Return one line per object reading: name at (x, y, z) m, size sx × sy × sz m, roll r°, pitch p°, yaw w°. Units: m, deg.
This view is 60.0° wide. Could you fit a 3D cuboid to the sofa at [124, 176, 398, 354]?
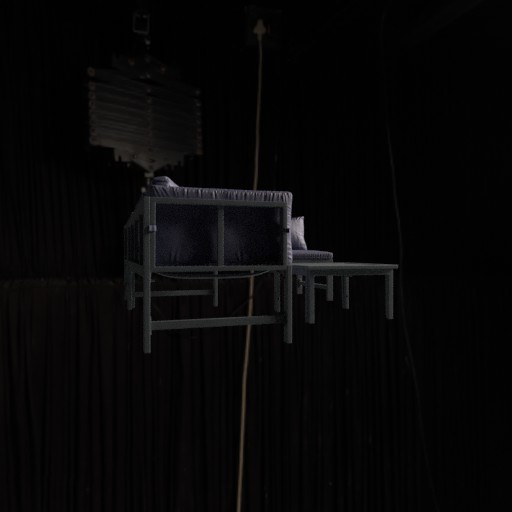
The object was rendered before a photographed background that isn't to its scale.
sofa at (0.000, 0.000, 3.040) m, size 1.658 × 0.762 × 2.149 m, roll 0°, pitch 1°, yaw -19°
